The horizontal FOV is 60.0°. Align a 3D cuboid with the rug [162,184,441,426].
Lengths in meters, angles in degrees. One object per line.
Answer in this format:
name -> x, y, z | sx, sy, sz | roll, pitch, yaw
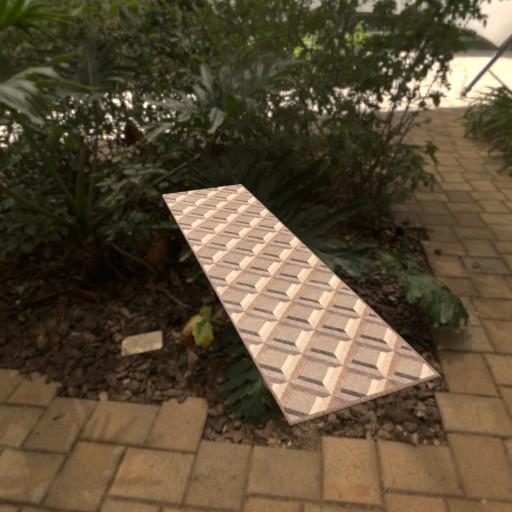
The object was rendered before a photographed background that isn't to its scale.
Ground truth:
rug -> 0.000, 0.000, 2.699 | 0.685, 0.013, 2.437 | -11, 31, -19
